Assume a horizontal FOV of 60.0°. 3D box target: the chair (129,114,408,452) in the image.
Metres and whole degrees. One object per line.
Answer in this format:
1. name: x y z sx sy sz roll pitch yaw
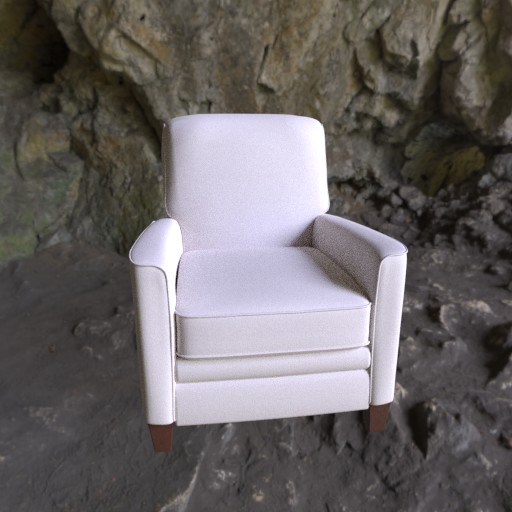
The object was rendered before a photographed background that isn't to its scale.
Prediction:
1. chair: 0.000 0.000 1.644 0.841 1.028 0.858 -2 16 -8
